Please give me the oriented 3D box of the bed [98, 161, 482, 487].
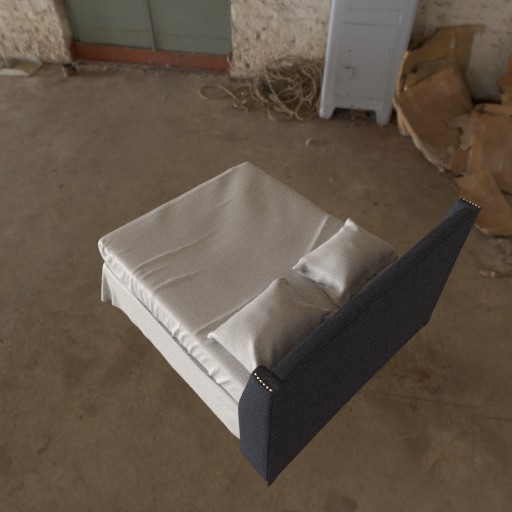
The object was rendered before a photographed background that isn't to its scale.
[{"bbox_3d":[0.000,0.000,3.437,1.925,1.332,2.276,-34,55,-28],"label":"bed"}]
